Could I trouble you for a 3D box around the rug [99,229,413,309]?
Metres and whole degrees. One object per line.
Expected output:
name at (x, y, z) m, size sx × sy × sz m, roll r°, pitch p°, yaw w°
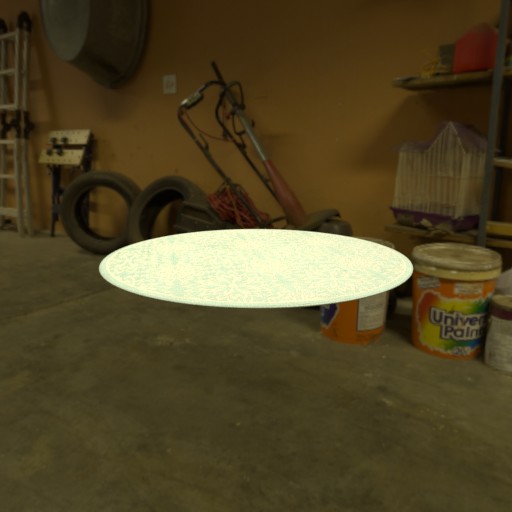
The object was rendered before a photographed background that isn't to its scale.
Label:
rug at (0.000, 0.000, 2.376) m, size 1.593 × 0.012 × 1.593 m, roll 0°, pitch 14°, yaw 0°
